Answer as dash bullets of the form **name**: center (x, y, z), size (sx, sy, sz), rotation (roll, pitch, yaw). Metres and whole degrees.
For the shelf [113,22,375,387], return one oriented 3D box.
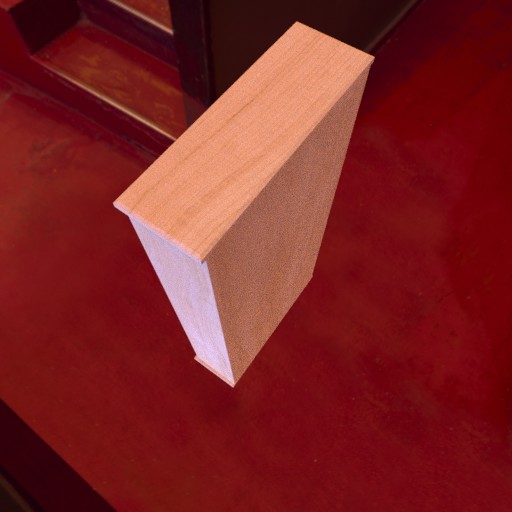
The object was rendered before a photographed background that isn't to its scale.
- **shelf**: center (0.000, 0.000, 1.215), size (0.175, 1.030, 0.520), rotation (32, 68, 15)
